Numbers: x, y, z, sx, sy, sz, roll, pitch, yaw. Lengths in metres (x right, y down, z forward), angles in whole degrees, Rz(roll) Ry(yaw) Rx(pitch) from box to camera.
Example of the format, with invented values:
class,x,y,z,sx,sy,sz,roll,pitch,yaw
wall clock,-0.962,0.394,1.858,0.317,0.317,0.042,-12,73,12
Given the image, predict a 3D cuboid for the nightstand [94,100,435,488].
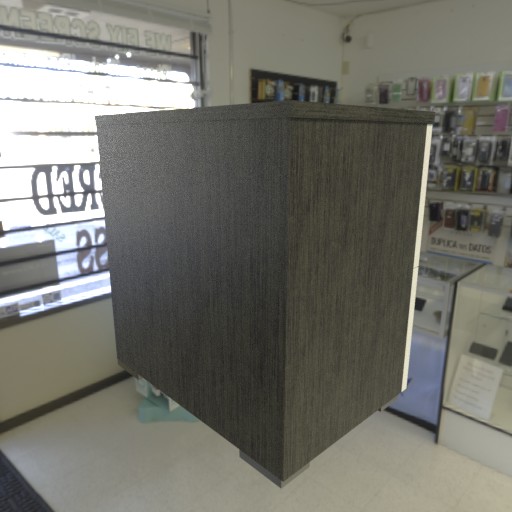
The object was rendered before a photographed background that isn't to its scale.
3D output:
class,x,y,z,sx,sy,sz,roll,pitch,yaw
nightstand,0.000,0.000,0.753,0.325,0.460,0.441,-14,20,-42
